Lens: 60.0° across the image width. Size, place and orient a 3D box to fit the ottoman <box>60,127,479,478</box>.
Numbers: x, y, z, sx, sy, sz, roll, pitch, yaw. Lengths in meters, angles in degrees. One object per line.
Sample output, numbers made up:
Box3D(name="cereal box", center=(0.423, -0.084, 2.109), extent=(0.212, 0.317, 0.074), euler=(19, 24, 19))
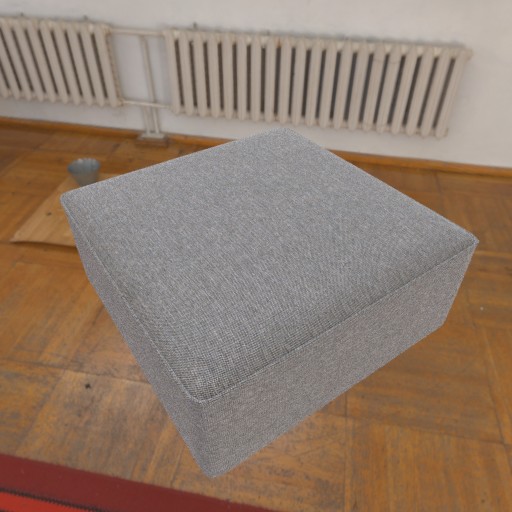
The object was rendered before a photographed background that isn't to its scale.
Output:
Box3D(name="ottoman", center=(0.000, 0.000, 1.556), extent=(1.005, 0.455, 1.005), euler=(-24, 46, -26))
